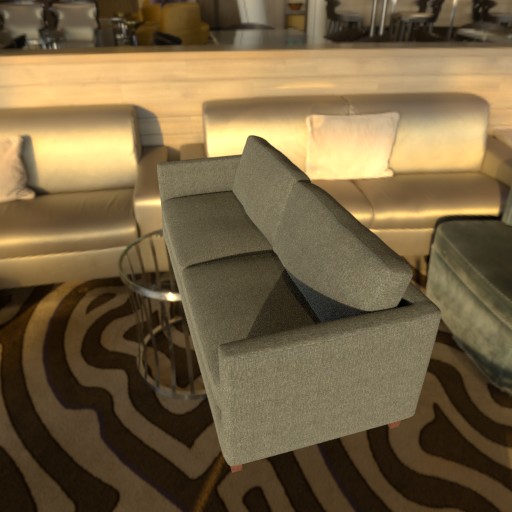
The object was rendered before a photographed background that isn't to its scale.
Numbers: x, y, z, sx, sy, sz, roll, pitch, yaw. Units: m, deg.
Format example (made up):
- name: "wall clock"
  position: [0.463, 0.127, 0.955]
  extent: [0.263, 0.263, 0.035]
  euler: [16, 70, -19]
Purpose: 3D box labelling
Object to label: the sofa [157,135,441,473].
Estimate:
- name: "sofa"
  position: [0.000, 0.000, 2.708]
  extent: [0.948, 0.965, 2.208]
  euler: [-9, 32, -15]
